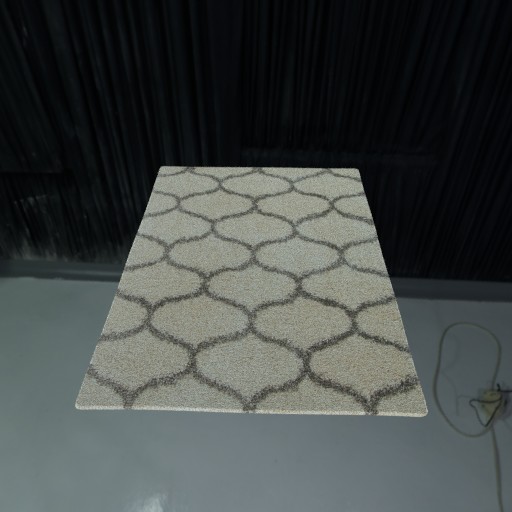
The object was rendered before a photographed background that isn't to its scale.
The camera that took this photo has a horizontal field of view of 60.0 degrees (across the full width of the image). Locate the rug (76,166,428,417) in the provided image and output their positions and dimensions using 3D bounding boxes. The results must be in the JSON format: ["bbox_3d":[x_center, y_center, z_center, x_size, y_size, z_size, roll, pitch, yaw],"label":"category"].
[{"bbox_3d":[0.000,0.000,2.096,1.200,0.025,1.600,1,41,1],"label":"rug"}]
